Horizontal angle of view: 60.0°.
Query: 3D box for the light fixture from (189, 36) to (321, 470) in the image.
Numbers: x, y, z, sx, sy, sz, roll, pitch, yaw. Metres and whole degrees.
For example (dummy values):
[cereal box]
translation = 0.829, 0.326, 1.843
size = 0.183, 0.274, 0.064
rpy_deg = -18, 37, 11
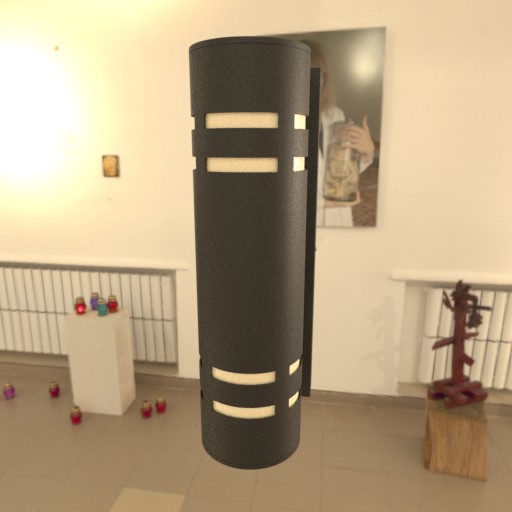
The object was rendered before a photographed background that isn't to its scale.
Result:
[light fixture]
translation = 0.000, 0.000, 0.399
size = 0.105, 0.330, 0.149
rpy_deg = 2, 14, 9
